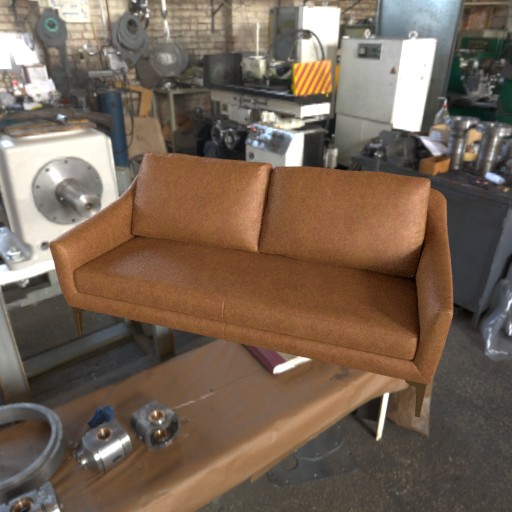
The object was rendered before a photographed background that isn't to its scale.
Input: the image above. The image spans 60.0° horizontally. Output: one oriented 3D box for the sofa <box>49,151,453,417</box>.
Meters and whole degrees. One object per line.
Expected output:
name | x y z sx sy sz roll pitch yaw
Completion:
sofa | 0.000 0.000 2.531 2.036 0.945 0.981 9 28 17
